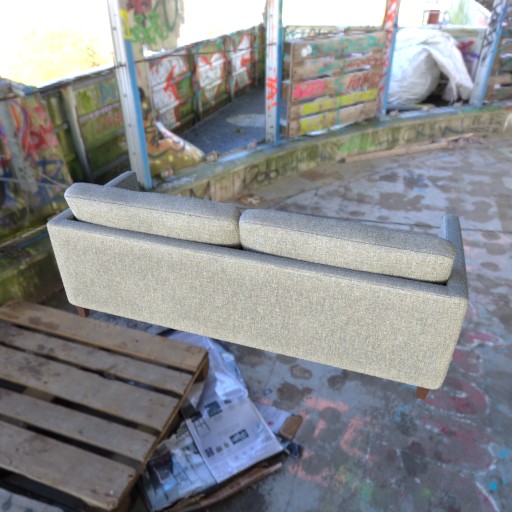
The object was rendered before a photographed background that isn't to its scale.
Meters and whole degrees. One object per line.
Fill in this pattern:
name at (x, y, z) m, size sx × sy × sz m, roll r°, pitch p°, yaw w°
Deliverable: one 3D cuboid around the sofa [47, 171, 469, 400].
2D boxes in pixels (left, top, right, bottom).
sofa at (0.000, 0.000, 2.896) m, size 2.434 × 0.951 × 0.948 m, roll 10°, pitch 34°, yaw 15°
